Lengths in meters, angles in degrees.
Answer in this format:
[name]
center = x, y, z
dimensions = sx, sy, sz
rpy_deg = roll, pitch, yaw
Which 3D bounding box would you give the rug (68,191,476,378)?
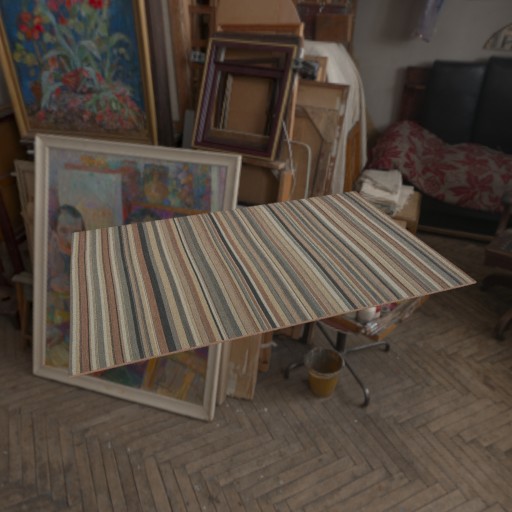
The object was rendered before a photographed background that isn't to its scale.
[rug]
center = 0.000, 0.000, 3.081
dimensions = 2.438, 0.014, 1.523
rpy_deg = -10, 33, -16
